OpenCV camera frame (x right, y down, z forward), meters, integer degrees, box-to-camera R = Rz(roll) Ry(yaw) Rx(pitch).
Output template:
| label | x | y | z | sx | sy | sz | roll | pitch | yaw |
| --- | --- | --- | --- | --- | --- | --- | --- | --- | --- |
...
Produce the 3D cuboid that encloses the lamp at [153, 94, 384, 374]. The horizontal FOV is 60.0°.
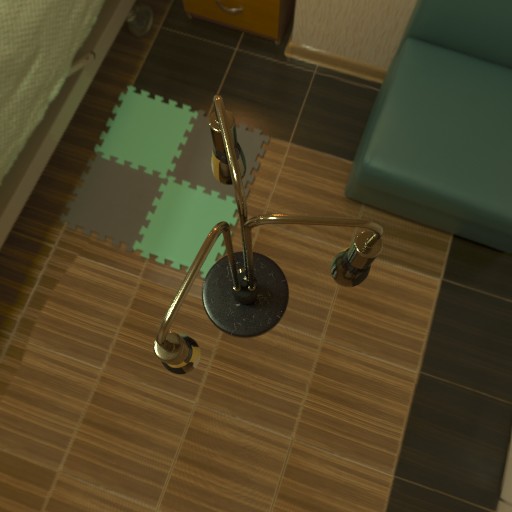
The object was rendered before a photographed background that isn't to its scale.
| label | x | y | z | sx | sy | sz | roll | pitch | yaw |
| --- | --- | --- | --- | --- | --- | --- | --- | --- | --- |
| lamp | 0.000 | 0.000 | 0.802 | 0.355 | 0.560 | 0.368 | -10 | 75 | -3 |
